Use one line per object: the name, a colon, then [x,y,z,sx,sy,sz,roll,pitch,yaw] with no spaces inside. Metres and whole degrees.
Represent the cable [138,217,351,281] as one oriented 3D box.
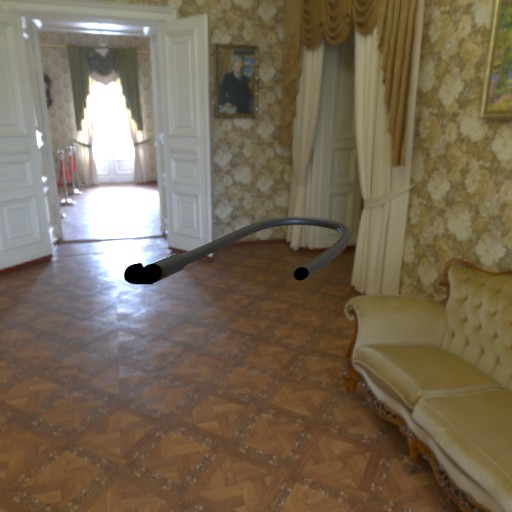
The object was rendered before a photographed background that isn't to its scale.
cable: [0.000,0.000,0.114,0.040,0.006,0.098,8,18,25]
